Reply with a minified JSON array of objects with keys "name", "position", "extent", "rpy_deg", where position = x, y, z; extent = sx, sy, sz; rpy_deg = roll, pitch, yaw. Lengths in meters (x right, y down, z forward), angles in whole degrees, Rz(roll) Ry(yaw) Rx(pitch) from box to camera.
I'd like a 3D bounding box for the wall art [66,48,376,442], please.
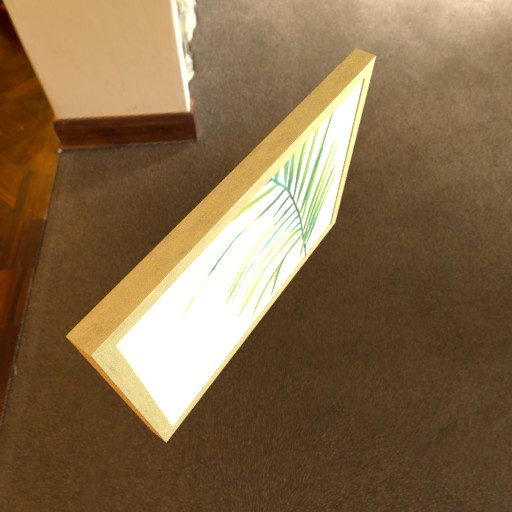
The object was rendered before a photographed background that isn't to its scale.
[{"name":"wall art","position":[0.000,0.000,0.661],"extent":[0.032,0.380,0.532],"rpy_deg":[31,62,18]}]
